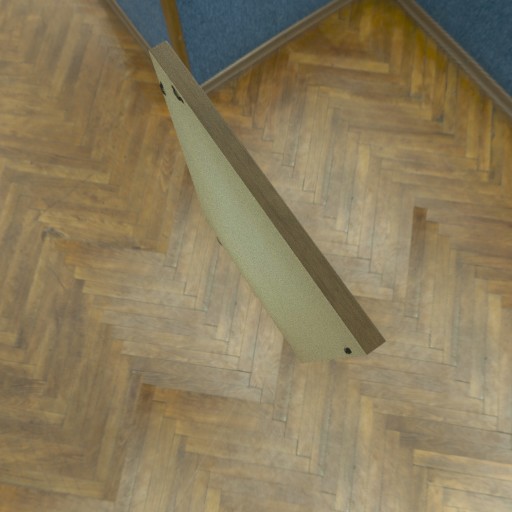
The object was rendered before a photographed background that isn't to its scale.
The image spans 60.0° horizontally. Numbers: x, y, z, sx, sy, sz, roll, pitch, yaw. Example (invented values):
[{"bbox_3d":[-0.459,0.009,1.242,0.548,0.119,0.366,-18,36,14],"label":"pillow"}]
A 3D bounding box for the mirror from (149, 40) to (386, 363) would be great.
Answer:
[{"bbox_3d":[0.000,0.000,1.135,0.040,0.915,0.609,-33,78,-8],"label":"mirror"}]
